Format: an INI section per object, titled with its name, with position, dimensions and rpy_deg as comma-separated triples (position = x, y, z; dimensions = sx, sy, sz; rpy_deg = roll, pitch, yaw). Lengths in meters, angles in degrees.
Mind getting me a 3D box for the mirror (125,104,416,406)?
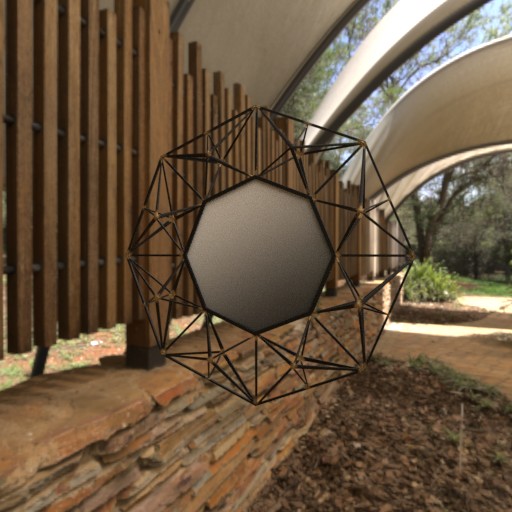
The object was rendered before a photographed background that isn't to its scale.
[mirror]
position = 0.000, 0.000, 1.047
dimensions = 0.710, 0.710, 0.094
rpy_deg = 0, 1, 18
